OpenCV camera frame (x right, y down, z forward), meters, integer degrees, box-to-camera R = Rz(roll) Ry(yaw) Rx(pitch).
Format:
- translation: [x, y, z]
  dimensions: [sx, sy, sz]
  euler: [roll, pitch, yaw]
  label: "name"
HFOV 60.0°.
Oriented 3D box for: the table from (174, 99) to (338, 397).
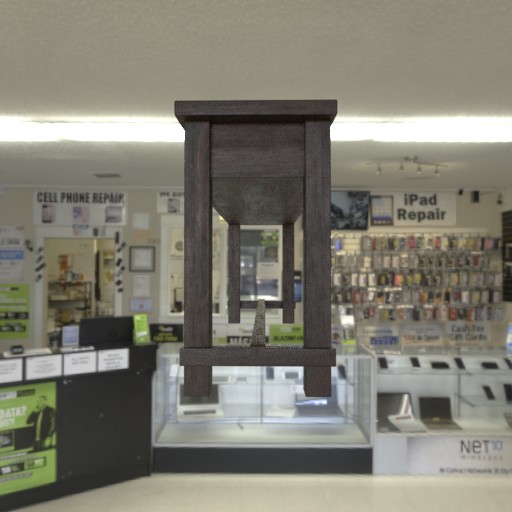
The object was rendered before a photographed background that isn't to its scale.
- translation: [0.000, 0.000, 1.910]
  dimensions: [0.442, 0.762, 1.599]
  euler: [0, -1, 1]
  label: "table"
